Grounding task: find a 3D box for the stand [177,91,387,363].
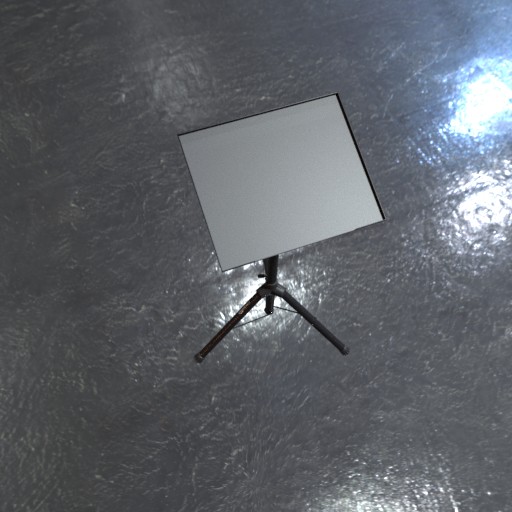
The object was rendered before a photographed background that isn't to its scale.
[{"bbox_3d":[0.000,0.000,1.659,0.702,1.198,0.702,-18,64,-9],"label":"stand"}]
